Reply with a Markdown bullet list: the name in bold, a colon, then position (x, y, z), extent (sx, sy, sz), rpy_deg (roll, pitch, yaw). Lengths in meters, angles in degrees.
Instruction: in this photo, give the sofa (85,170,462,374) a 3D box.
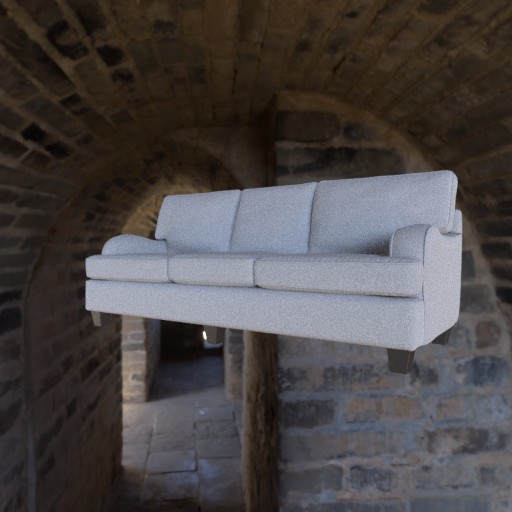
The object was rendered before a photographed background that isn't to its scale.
- **sofa**: position (0.000, 0.000, 2.880), extent (2.323, 0.997, 1.016), rpy_deg (0, 1, 35)
